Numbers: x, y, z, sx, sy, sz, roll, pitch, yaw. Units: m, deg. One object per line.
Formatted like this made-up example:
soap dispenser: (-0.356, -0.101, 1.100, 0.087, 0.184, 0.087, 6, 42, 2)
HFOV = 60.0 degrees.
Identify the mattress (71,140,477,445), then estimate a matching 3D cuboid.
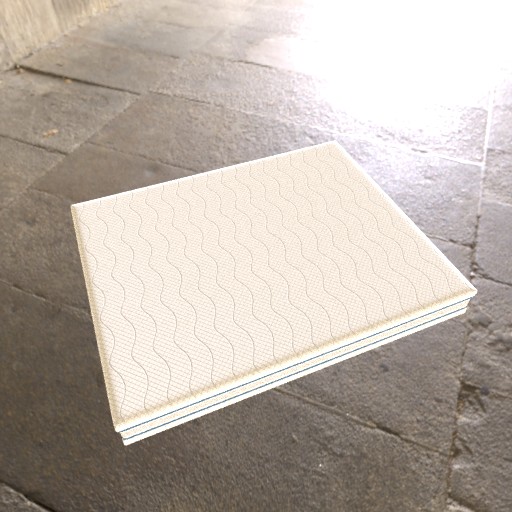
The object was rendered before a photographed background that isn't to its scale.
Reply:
mattress: (0.000, 0.000, 2.767, 2.000, 0.230, 1.600, -17, 50, -15)
